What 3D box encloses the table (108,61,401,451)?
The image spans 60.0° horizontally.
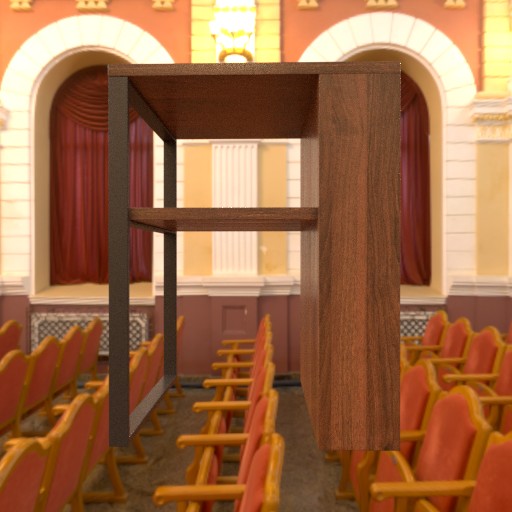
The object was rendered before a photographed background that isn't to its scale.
[{"bbox_3d":[0.000,0.000,1.520,0.786,1.041,0.660,0,0,1],"label":"table"}]
